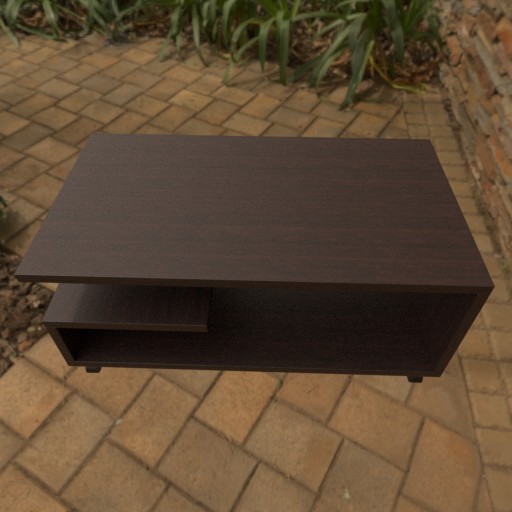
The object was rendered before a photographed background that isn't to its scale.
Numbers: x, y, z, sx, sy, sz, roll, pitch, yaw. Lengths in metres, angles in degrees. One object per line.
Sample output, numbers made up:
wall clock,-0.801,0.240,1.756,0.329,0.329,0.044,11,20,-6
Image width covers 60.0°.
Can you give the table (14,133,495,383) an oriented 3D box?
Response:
table,0.000,0.000,1.336,1.050,0.460,0.590,1,46,1
